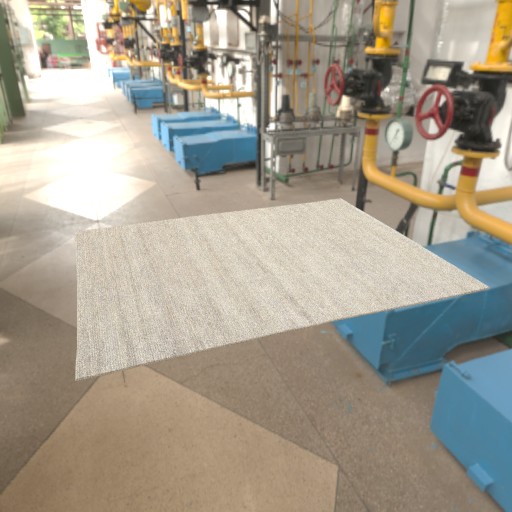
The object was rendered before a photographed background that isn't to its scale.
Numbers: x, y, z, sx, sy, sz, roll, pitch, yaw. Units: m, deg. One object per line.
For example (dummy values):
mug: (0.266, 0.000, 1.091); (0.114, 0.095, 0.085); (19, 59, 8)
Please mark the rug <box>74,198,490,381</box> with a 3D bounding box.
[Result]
rug: (0.000, 0.000, 4.692); (3.626, 0.051, 2.757); (-9, 27, -18)
